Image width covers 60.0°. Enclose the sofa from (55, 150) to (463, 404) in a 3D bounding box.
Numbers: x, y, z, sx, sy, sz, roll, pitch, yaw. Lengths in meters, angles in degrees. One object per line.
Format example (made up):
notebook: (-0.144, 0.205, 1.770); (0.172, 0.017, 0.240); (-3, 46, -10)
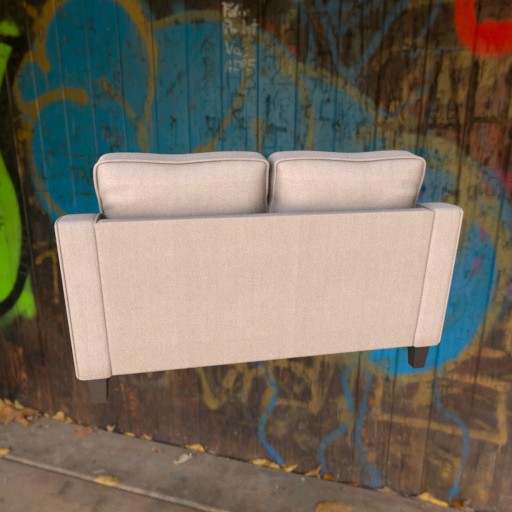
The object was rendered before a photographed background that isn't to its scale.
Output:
sofa: (0.000, 0.000, 2.022); (1.500, 0.948, 0.791); (-3, 16, -11)
